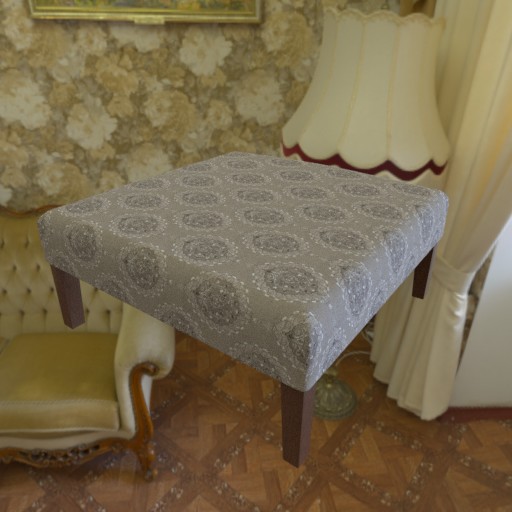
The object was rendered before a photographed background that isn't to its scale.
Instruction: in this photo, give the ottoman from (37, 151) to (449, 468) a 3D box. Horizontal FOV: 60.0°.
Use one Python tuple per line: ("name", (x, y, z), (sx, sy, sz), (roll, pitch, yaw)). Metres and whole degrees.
("ottoman", (0.000, 0.000, 1.394), (0.890, 0.411, 0.889), (19, 33, 32))
